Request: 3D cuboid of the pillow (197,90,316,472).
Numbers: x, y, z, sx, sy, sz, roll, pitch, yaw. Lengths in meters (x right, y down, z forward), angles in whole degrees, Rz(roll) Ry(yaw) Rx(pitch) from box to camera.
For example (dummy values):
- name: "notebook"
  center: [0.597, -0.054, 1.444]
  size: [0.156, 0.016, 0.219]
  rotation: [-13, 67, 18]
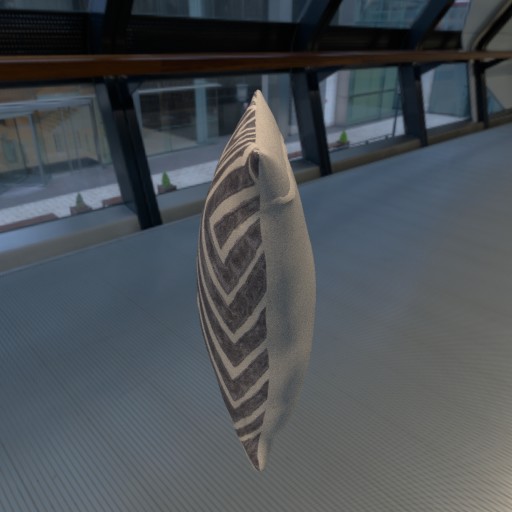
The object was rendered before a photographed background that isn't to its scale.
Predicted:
- name: "pillow"
  center: [0.000, 0.000, 0.685]
  size: [0.182, 0.441, 0.440]
  rotation: [0, 27, 1]
